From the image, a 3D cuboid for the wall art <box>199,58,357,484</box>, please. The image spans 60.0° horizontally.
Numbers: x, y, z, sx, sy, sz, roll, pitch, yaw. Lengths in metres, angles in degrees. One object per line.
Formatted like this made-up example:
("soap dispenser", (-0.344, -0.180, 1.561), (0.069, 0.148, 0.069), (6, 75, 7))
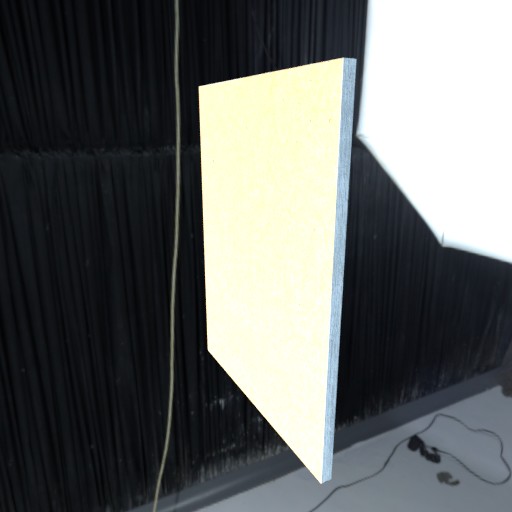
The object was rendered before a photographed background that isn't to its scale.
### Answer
("wall art", (0.000, 0.000, 0.814), (0.020, 0.613, 0.481), (-8, 19, -26))
